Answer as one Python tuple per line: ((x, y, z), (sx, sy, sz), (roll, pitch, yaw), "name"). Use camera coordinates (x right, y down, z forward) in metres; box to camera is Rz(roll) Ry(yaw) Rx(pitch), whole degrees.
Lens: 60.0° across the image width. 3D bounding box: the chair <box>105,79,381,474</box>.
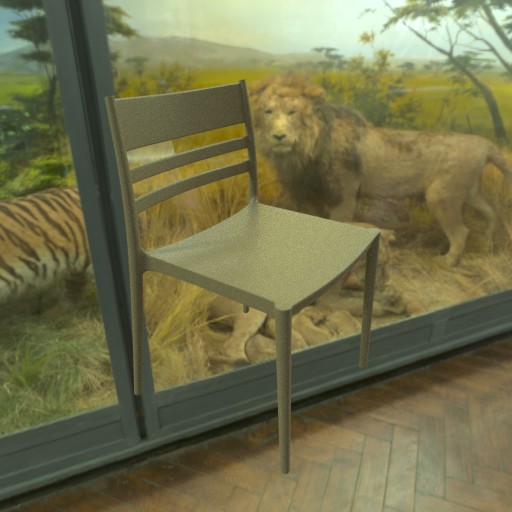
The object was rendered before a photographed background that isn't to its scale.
((0.000, 0.000, 1.146), (0.511, 0.800, 0.531), (18, 32, 31), "chair")
